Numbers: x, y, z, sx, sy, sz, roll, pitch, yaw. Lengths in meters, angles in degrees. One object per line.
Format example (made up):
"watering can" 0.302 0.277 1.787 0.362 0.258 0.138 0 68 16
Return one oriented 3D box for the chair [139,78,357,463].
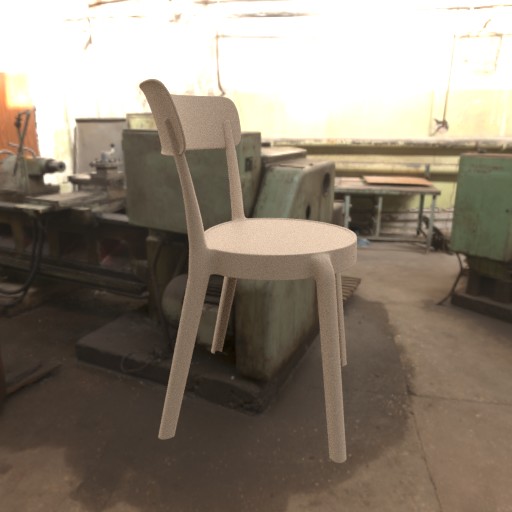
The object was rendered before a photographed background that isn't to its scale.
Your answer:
"chair" 0.000 0.000 1.112 0.491 0.790 0.506 3 16 11
